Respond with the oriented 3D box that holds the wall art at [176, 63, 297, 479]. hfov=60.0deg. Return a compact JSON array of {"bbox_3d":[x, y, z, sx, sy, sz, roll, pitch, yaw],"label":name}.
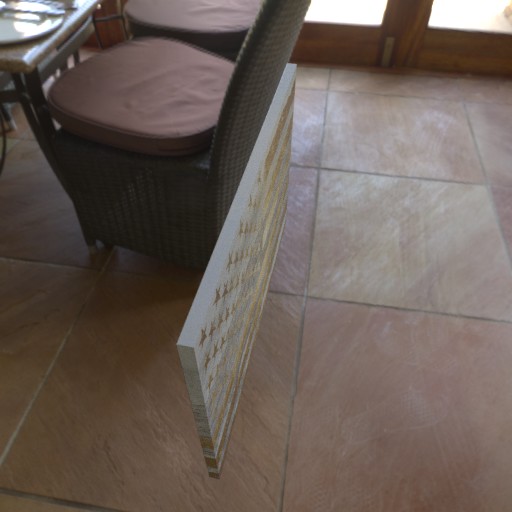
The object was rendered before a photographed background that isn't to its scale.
[{"bbox_3d":[0.000,0.000,1.164,0.027,0.610,0.932,9,48,8],"label":"wall art"}]
